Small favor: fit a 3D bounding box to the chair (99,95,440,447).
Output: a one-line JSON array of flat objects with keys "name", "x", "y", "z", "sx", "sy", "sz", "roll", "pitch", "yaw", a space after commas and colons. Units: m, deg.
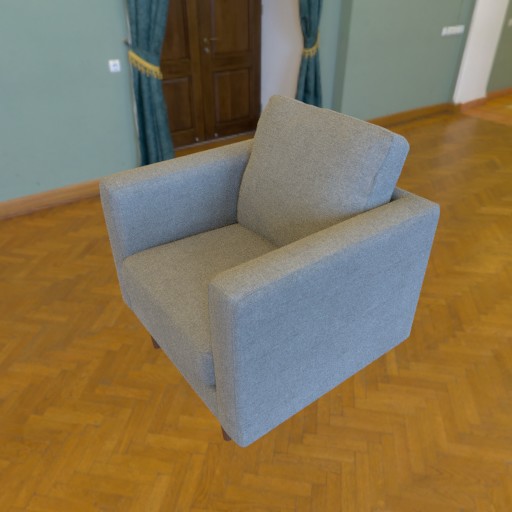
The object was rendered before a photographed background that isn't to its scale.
[{"name": "chair", "x": 0.000, "y": 0.000, "z": 1.552, "sx": 0.800, "sy": 0.927, "sz": 0.855, "roll": -22, "pitch": 39, "yaw": -30}]
